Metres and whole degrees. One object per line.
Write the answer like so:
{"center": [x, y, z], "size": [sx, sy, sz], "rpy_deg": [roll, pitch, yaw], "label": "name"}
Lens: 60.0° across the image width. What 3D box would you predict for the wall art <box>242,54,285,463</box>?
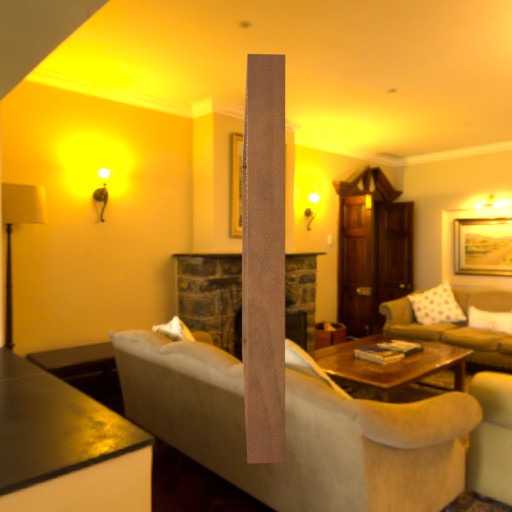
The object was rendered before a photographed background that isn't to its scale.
{"center": [0.000, 0.000, 0.556], "size": [0.030, 0.328, 0.401], "rpy_deg": [0, 1, -2], "label": "wall art"}
